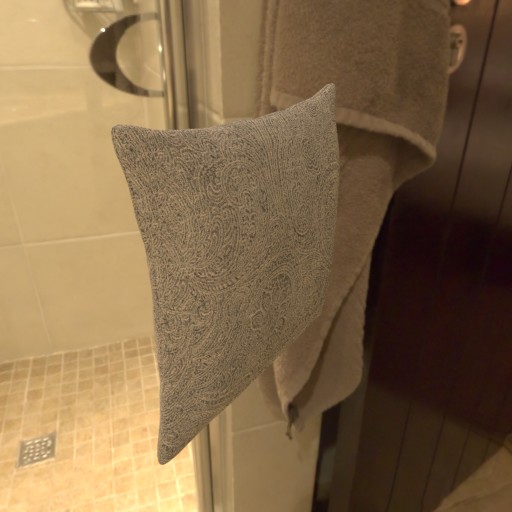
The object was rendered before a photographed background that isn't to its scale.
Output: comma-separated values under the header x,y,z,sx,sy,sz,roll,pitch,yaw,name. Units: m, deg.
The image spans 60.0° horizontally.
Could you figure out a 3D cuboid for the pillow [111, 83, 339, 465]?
x,y,z,sx,sy,sz,roll,pitch,yaw,name
0.000,0.000,0.756,0.166,0.510,0.523,18,32,31,pillow
